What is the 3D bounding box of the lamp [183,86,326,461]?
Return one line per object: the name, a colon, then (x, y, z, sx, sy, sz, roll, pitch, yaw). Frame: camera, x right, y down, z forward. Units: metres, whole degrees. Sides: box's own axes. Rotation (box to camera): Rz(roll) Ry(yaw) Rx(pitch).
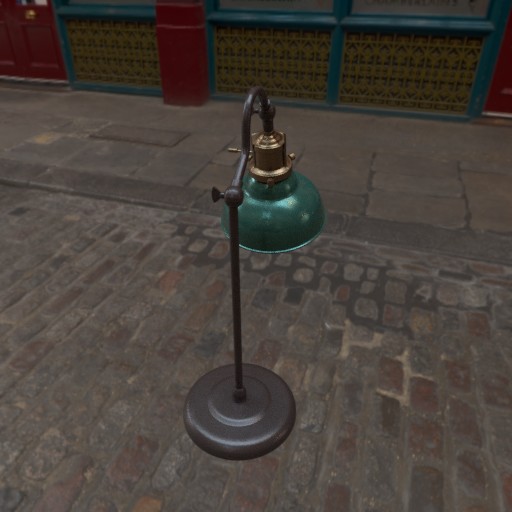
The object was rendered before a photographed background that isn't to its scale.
lamp: (0.000, 0.000, 0.698, 0.192, 0.508, 0.374, 9, 33, 15)
